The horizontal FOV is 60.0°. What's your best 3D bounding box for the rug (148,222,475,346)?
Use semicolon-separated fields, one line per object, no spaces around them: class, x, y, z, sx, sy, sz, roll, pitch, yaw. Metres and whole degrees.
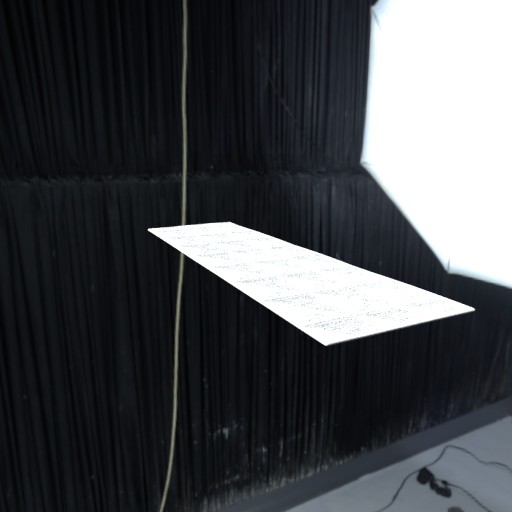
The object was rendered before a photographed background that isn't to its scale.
rug;0.000;0.000;2.363;0.645;0.015;2.182;-7;15;-26
